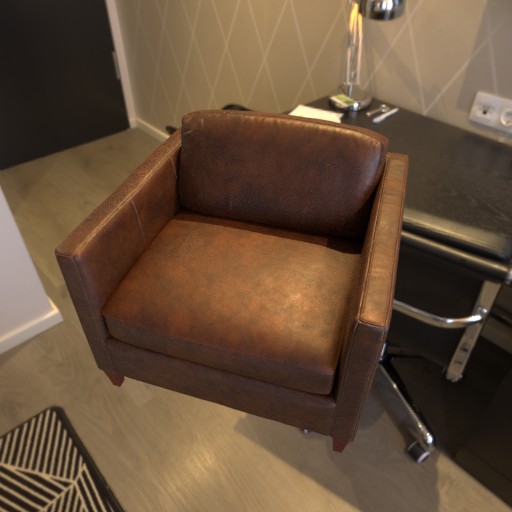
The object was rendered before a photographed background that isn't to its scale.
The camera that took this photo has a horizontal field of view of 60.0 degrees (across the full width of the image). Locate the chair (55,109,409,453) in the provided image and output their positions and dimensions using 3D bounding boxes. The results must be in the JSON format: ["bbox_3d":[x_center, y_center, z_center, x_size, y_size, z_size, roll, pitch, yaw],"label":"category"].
[{"bbox_3d":[0.000,0.000,1.709,0.990,0.864,0.975,12,42,13],"label":"chair"}]
